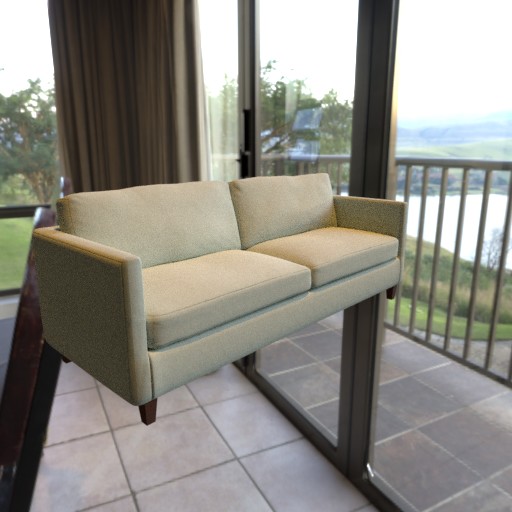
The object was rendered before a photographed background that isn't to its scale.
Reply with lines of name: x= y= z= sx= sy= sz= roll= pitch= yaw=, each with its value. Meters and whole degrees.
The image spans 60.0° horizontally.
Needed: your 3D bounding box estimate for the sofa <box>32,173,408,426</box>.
sofa: x=0.000 y=0.000 z=2.886 sx=0.948 sy=0.965 sz=2.434 roll=13 pitch=19 yaw=42
